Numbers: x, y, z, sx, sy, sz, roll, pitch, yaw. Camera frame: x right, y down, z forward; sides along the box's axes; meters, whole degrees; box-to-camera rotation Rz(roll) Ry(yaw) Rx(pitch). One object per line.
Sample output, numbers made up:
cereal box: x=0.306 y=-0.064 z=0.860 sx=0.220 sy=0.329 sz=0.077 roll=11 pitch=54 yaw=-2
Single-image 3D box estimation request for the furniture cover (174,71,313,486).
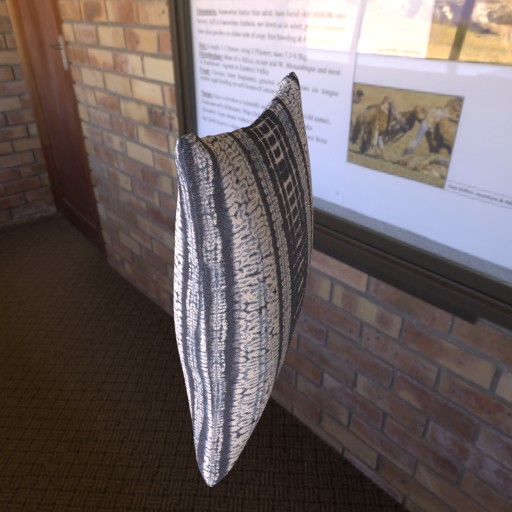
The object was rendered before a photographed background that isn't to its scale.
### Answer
furniture cover: x=0.000 y=0.000 z=0.621 sx=0.133 sy=0.435 sz=0.425 roll=8 pitch=30 yaw=14
